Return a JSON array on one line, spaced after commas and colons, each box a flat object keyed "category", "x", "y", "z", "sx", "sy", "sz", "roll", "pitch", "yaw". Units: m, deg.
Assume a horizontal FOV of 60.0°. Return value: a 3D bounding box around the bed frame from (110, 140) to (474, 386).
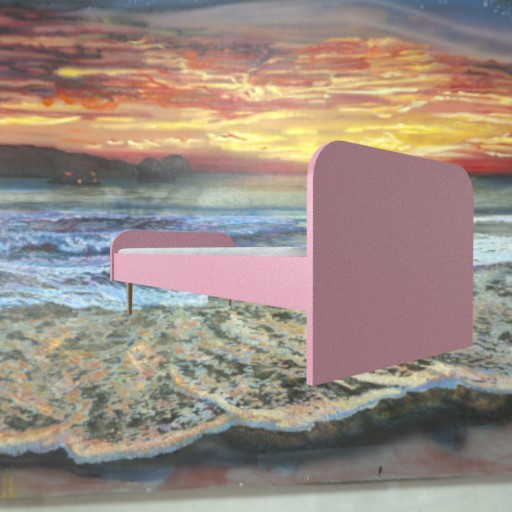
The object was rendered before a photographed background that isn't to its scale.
[{"category": "bed frame", "x": 0.000, "y": 0.000, "z": 2.501, "sx": 0.998, "sy": 0.805, "sz": 1.963, "roll": -1, "pitch": 1, "yaw": -36}]
